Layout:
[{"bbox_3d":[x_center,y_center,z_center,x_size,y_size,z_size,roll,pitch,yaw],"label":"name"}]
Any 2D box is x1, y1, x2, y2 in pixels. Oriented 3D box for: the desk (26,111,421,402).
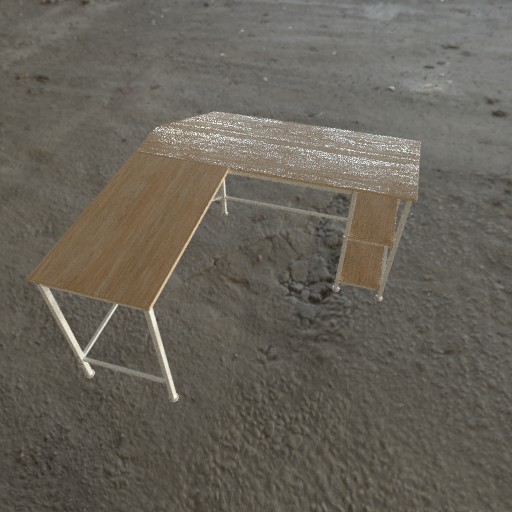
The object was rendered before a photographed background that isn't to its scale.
[{"bbox_3d":[0.000,0.000,2.239,1.379,0.739,1.379,12,47,11],"label":"desk"}]
